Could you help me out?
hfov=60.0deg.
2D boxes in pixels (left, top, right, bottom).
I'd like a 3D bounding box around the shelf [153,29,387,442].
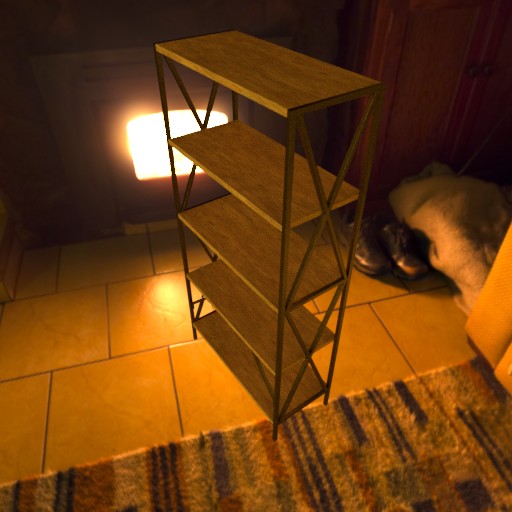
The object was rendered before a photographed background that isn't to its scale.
[{"bbox_3d":[0.000,0.000,2.156,0.386,1.803,0.874,-25,45,-27],"label":"shelf"}]
